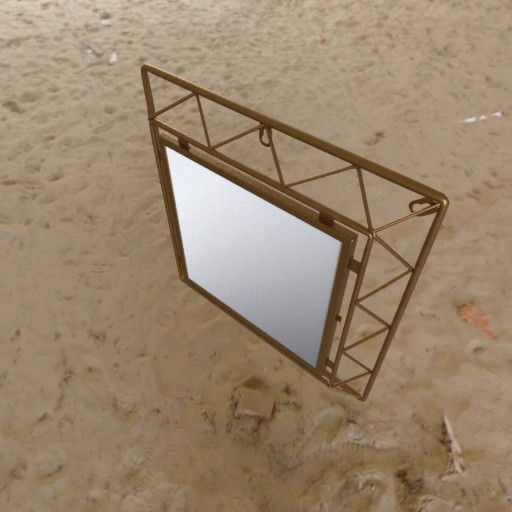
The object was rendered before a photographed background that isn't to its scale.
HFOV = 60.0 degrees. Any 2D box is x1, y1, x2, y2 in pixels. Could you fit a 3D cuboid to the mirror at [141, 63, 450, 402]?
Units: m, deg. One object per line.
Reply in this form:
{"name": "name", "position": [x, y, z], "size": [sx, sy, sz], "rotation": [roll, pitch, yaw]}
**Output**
{"name": "mirror", "position": [0.000, 0.000, 0.618], "size": [0.416, 0.414, 0.046], "rotation": [32, 55, 26]}
